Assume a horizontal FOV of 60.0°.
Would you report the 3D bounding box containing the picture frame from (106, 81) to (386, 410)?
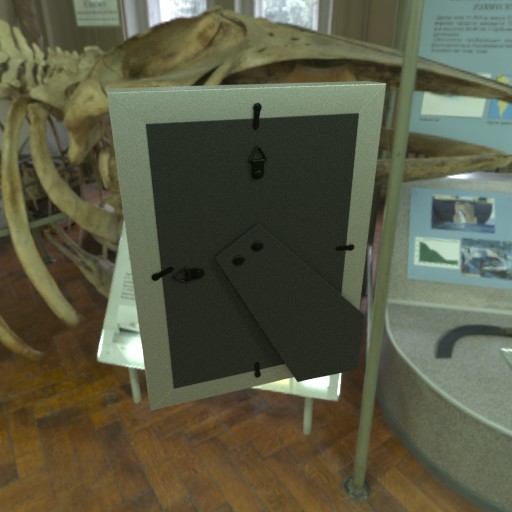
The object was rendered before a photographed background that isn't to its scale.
[{"bbox_3d":[0.000,0.000,0.289,0.157,0.208,0.028,-8,27,-17],"label":"picture frame"}]
